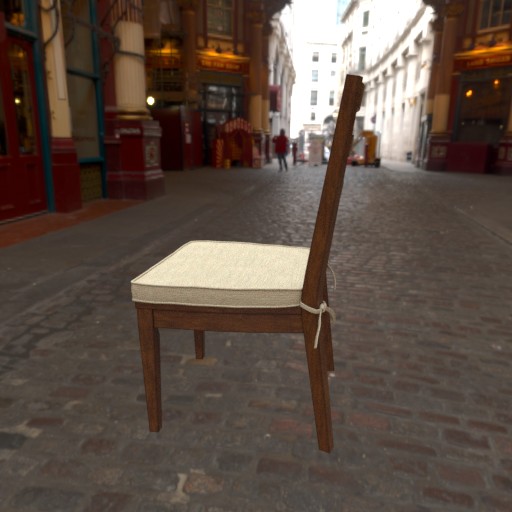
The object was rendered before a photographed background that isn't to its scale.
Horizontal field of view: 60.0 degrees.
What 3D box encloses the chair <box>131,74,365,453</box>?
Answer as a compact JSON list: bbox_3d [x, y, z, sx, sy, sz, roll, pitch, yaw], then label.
[{"bbox_3d":[0.000,0.000,1.372,0.595,0.979,0.593,3,15,10],"label":"chair"}]
